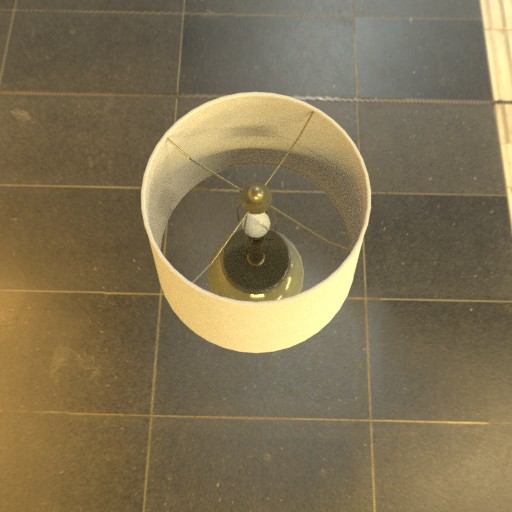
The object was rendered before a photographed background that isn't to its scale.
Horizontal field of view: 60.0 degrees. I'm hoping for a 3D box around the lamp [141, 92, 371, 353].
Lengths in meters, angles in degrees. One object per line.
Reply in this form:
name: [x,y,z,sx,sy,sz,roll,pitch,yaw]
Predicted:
lamp: [0.000,0.000,0.554,0.239,0.399,0.239,0,75,0]
